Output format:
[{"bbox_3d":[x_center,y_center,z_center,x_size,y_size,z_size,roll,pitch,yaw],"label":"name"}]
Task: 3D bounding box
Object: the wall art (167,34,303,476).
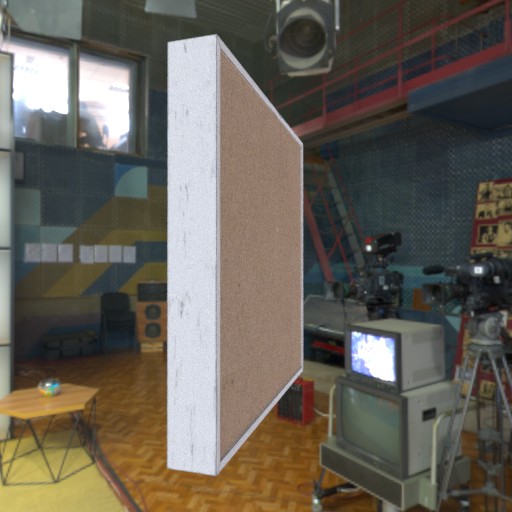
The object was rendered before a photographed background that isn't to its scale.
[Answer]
[{"bbox_3d":[0.000,0.000,0.456,0.038,0.305,0.305,0,0,17],"label":"wall art"}]
